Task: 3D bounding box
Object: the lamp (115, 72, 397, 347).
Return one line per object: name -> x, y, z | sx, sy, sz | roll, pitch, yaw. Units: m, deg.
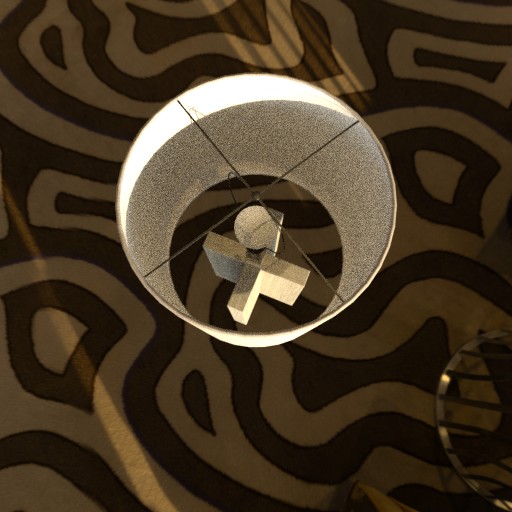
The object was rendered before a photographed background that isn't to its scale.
lamp -> 0.000, 0.000, 0.567 | 0.229, 0.428, 0.229 | 22, 78, 5
